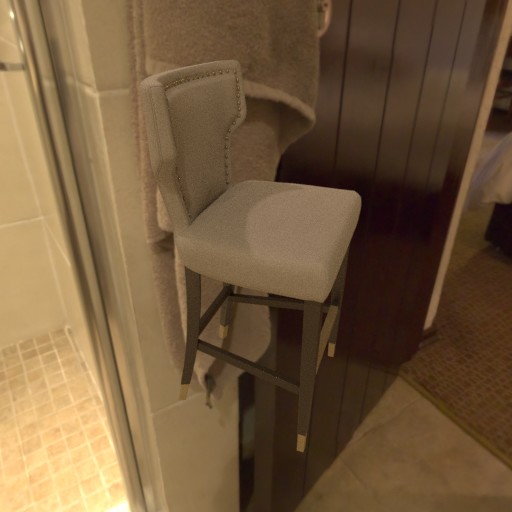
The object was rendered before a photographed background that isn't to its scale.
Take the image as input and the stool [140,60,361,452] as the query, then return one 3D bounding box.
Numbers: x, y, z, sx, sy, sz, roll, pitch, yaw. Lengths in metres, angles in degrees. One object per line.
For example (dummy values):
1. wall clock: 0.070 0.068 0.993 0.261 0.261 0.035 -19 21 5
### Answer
1. stool: 0.000 0.000 1.413 0.563 1.092 0.526 11 32 17
